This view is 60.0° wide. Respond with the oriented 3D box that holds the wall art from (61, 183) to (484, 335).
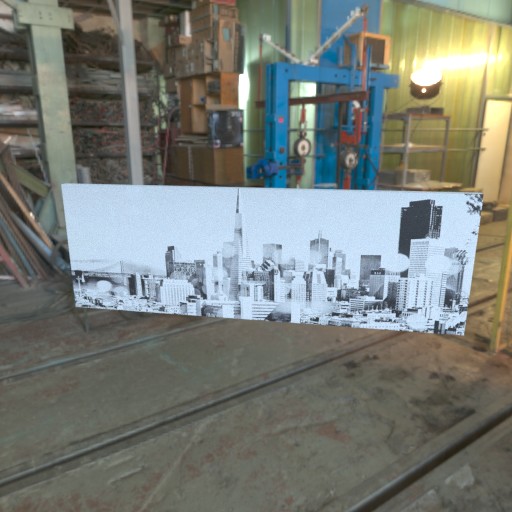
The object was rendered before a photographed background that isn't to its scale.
[{"bbox_3d":[0.000,0.000,1.665,1.520,0.507,0.039,3,16,10],"label":"wall art"}]
